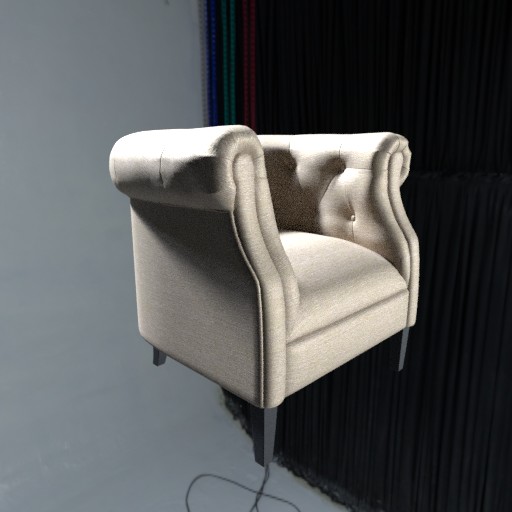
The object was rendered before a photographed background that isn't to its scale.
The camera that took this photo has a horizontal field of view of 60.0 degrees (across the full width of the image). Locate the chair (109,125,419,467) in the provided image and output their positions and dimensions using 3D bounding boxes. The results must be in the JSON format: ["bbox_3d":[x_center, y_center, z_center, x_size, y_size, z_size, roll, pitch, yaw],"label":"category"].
[{"bbox_3d":[0.000,0.000,1.521,0.905,0.827,0.852,-13,19,-43],"label":"chair"}]
